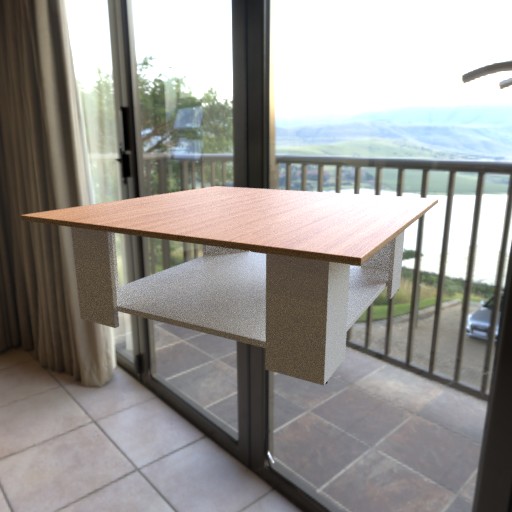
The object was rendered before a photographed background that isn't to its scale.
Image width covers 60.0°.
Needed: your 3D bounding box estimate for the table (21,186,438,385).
[{"bbox_3d":[0.000,0.000,1.343,0.890,0.305,0.890,8,16,28],"label":"table"}]
